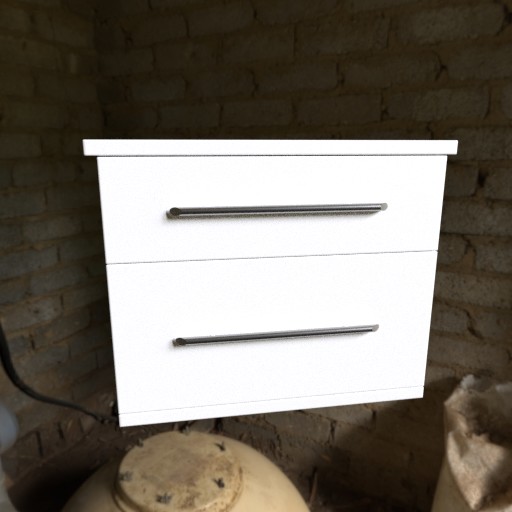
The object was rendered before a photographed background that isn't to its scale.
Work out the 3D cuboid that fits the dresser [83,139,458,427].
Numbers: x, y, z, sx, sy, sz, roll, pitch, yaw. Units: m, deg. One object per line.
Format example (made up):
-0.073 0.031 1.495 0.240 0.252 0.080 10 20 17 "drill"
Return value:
0.000 0.000 0.720 0.430 0.360 0.400 -2 14 -9 "dresser"
